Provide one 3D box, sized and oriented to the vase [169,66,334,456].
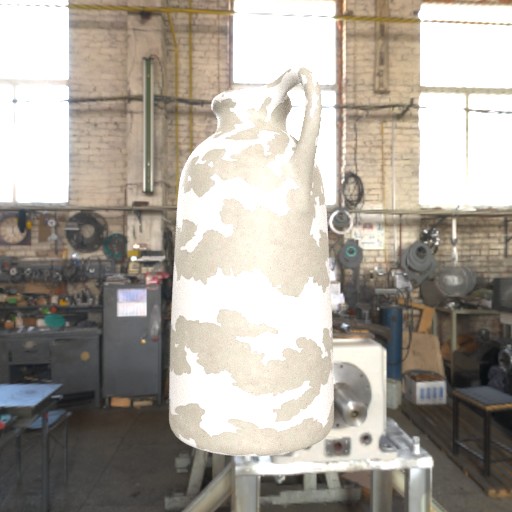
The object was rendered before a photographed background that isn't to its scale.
[{"bbox_3d":[0.000,0.000,0.501,0.186,0.382,0.203,0,0,-37],"label":"vase"}]
